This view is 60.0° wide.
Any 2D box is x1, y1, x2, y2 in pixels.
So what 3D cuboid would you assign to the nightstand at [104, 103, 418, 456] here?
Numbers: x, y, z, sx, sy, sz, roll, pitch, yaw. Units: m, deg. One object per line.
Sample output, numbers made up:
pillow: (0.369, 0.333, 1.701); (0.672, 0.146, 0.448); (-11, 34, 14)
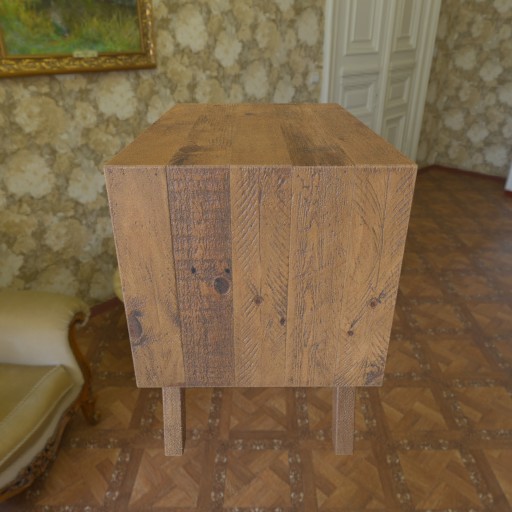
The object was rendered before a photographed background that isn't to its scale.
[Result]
nightstand: (0.000, 0.000, 1.037); (0.450, 0.599, 0.650); (0, 26, 0)
